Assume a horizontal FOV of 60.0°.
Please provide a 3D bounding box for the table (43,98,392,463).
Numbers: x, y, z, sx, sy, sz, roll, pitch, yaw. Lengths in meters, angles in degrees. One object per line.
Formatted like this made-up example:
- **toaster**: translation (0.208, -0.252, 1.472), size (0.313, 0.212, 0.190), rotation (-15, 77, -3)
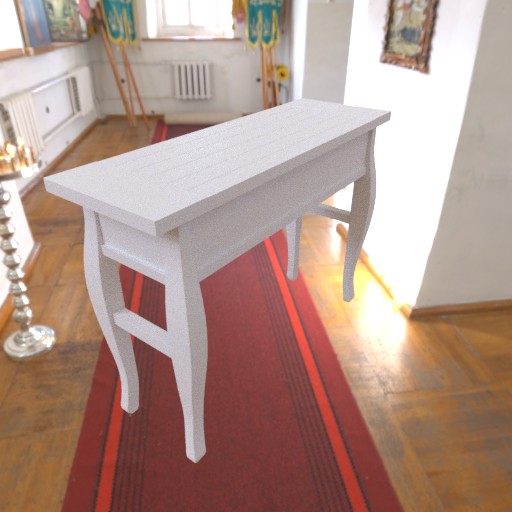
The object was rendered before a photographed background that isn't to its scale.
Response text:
- **table**: translation (0.000, 0.000, 1.427), size (0.373, 0.768, 1.062), rotation (21, 36, 31)
